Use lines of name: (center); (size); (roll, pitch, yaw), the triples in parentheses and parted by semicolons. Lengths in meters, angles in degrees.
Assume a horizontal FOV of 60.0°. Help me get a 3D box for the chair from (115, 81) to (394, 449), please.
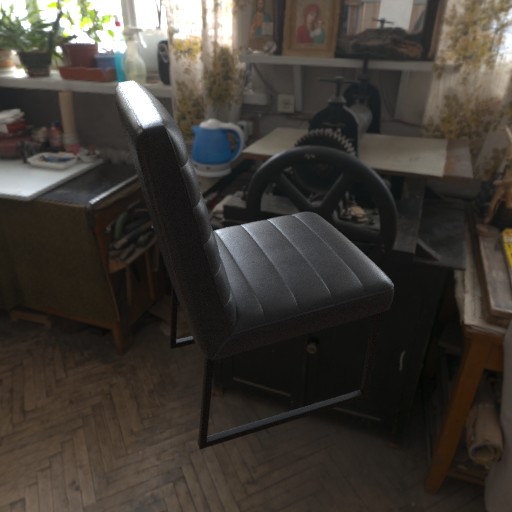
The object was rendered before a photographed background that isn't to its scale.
chair: (0.000, 0.000, 1.294); (0.634, 0.930, 0.520); (-11, 32, -17)
